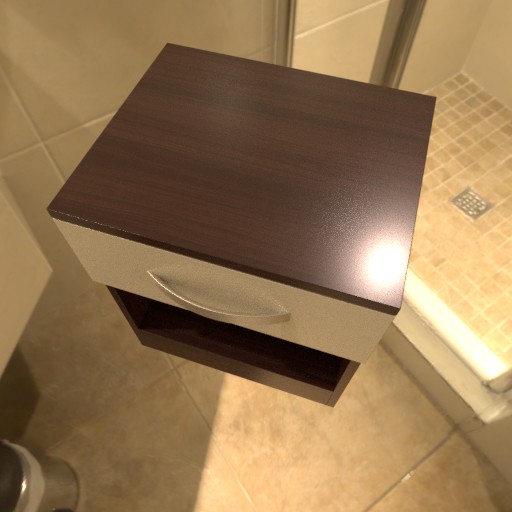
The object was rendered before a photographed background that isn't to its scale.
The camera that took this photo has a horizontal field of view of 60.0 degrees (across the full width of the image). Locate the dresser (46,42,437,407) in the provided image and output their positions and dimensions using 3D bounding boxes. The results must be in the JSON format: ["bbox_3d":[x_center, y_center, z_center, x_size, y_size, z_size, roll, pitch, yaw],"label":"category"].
[{"bbox_3d":[0.000,0.000,0.745,0.400,0.470,0.360,16,59,9],"label":"dresser"}]
